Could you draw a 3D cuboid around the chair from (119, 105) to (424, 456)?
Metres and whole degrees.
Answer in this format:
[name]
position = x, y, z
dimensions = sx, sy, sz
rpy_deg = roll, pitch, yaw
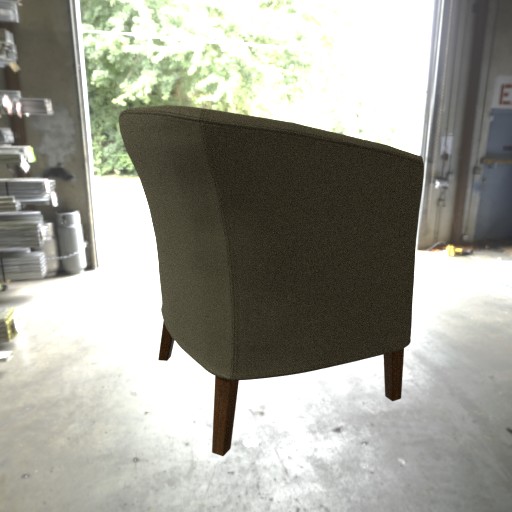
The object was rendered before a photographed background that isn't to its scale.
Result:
[chair]
position = 0.000, 0.000, 1.243
dimensions = 0.668, 0.771, 0.600
rpy_deg = -7, 16, -25
